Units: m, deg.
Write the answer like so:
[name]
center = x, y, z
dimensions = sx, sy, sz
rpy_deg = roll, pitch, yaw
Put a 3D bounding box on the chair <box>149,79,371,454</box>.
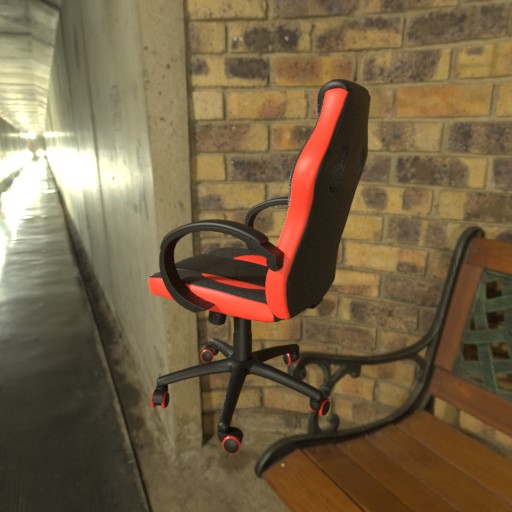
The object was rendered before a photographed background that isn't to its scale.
[chair]
center = 0.000, 0.000, 1.412
dimensions = 0.642, 1.016, 0.600
rpy_deg = 8, 17, 26
